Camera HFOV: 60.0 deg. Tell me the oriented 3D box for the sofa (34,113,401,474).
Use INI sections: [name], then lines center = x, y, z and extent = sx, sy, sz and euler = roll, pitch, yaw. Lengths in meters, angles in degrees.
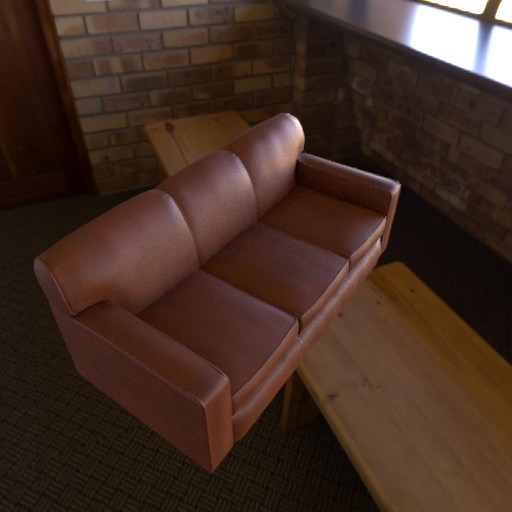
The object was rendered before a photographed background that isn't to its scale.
[sofa]
center = 0.000, 0.000, 2.584
extent = 1.008, 0.953, 2.039
euler = 24, 45, 27
